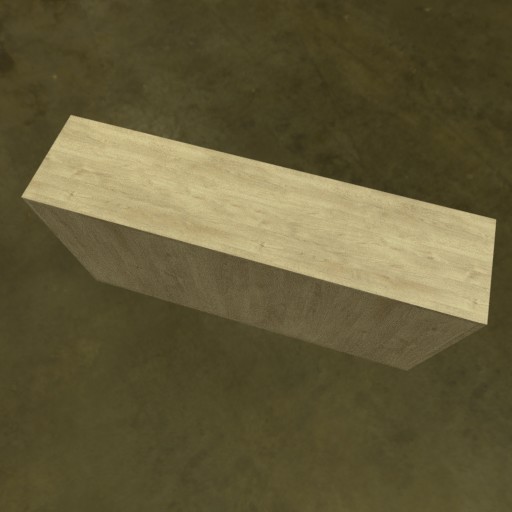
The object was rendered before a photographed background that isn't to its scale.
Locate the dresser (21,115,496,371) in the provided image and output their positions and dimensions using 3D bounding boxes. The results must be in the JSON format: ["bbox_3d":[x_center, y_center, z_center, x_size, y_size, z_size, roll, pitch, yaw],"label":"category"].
[{"bbox_3d":[0.000,0.000,1.882,1.590,0.795,0.390,15,66,7],"label":"dresser"}]
